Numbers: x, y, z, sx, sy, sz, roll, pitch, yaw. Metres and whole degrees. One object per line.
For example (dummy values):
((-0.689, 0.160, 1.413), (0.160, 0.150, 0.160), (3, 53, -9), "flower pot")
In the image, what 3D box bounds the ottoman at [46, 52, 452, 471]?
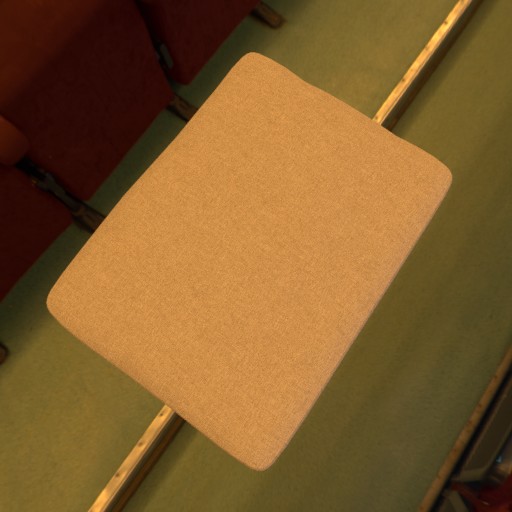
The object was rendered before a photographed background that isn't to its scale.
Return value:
((0.000, 0.000, 1.295), (0.677, 0.519, 0.898), (34, 78, 8), "ottoman")
